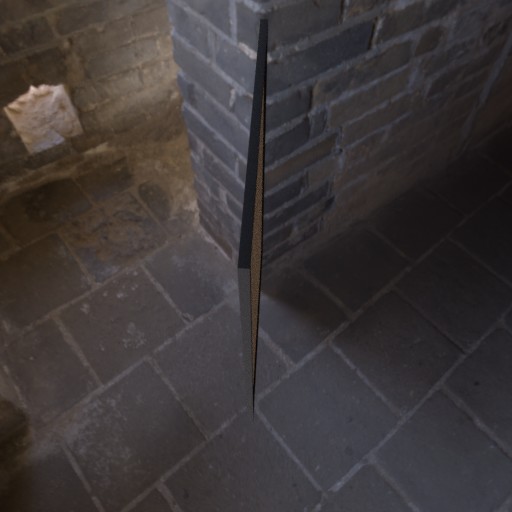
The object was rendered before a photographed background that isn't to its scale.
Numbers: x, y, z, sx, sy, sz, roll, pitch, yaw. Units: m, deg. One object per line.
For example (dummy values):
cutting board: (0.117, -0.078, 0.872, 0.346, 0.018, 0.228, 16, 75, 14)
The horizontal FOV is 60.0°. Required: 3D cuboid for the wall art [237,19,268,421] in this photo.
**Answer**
wall art: (0.000, 0.000, 0.849, 0.013, 0.660, 0.460, 3, 57, 2)
